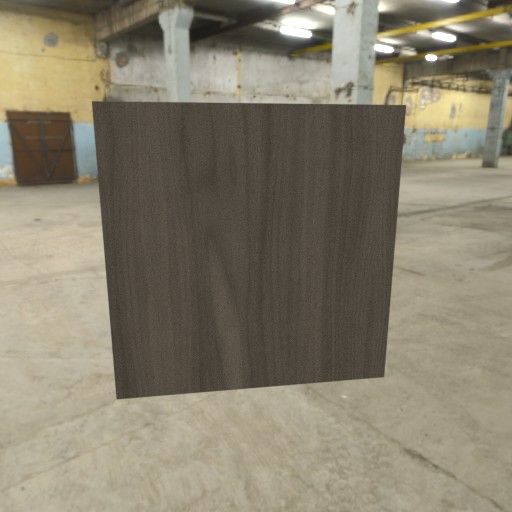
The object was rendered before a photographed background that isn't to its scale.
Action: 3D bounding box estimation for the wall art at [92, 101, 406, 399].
[{"bbox_3d":[0.000,0.000,0.777,0.508,0.507,0.016,-2,15,-9],"label":"wall art"}]
